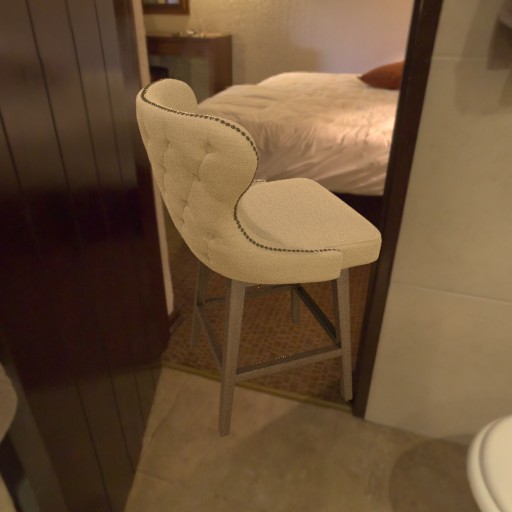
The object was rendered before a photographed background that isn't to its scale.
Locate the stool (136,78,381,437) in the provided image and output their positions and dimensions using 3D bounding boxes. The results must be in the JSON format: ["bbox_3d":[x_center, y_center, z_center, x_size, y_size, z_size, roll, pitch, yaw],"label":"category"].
[{"bbox_3d":[0.000,0.000,1.357,0.597,0.972,0.615,-10,32,-17],"label":"stool"}]
